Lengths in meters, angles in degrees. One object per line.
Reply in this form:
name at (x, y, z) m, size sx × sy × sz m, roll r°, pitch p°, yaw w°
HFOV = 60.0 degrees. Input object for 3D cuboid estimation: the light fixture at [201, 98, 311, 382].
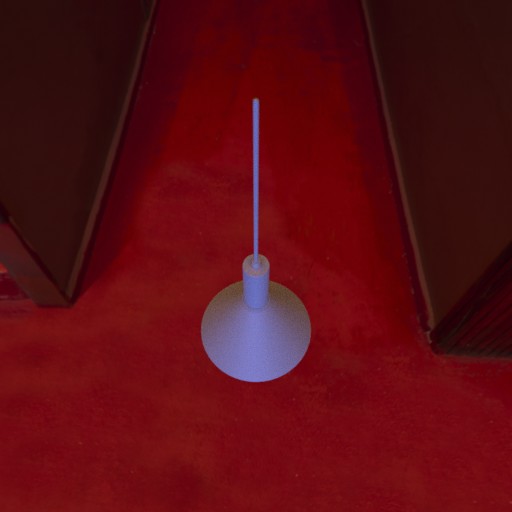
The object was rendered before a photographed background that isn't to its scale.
light fixture at (0.000, 0.000, 0.800) m, size 0.267 × 0.683 × 0.267 m, roll 0°, pitch 58°, yaw 0°
